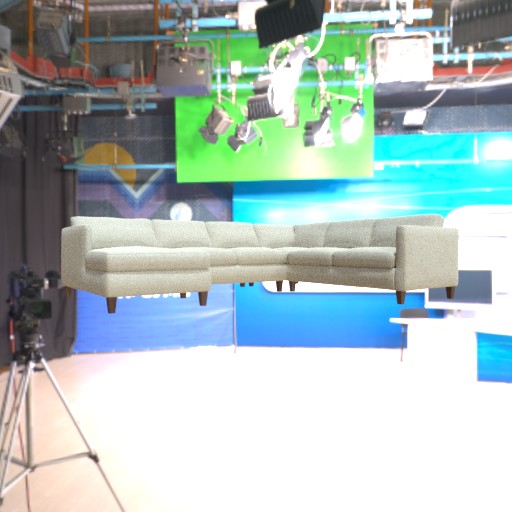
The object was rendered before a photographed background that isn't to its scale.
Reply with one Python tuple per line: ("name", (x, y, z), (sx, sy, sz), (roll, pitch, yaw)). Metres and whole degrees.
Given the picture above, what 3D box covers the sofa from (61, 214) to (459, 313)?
("sofa", (0.000, 0.000, 4.509), (3.238, 0.853, 2.551), (-1, 1, -35))
